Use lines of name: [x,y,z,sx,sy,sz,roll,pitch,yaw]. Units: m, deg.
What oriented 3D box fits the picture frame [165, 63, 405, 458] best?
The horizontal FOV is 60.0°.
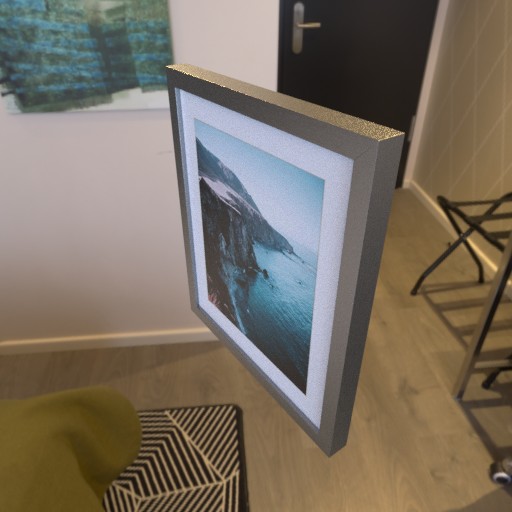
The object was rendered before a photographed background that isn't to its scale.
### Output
picture frame: [0.000,0.000,1.352,0.073,0.968,0.839,-22,39,-29]
